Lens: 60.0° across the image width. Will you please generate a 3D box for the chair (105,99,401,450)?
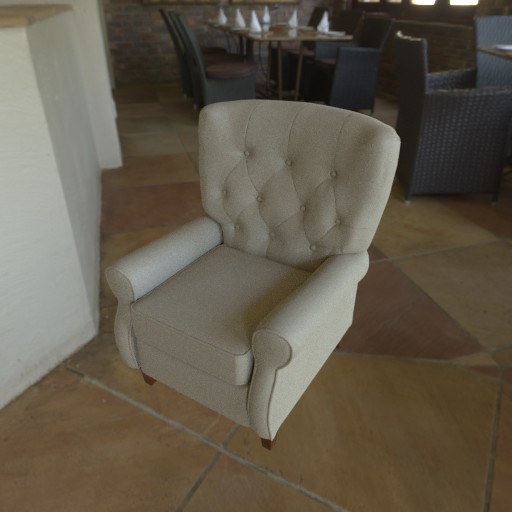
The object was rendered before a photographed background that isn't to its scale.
[{"bbox_3d":[0.000,0.000,1.942,0.943,1.158,1.059,18,35,28],"label":"chair"}]
